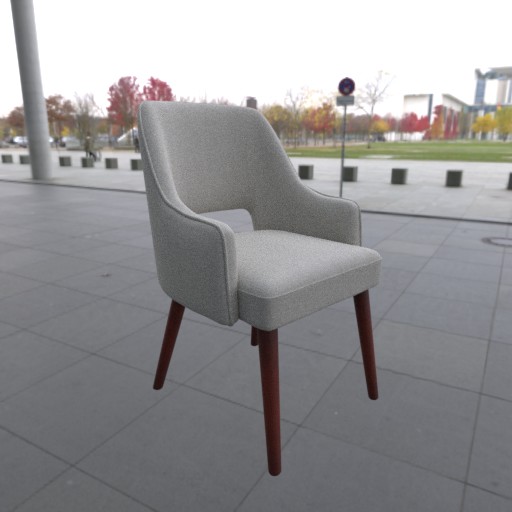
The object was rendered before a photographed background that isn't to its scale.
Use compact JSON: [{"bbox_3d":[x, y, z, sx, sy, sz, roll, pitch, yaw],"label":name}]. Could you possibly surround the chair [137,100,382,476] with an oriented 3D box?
[{"bbox_3d":[0.000,0.000,1.240,0.560,0.840,0.580,-14,21,-43],"label":"chair"}]
